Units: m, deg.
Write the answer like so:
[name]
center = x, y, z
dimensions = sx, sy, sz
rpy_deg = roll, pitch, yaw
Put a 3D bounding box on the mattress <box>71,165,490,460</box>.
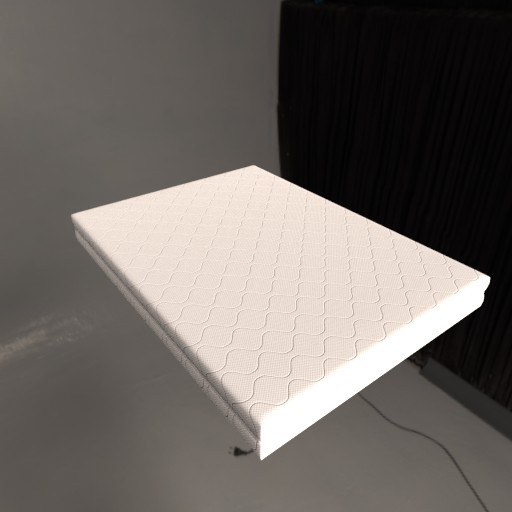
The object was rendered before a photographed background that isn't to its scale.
[mattress]
center = 0.000, 0.000, 2.456
dimensions = 1.400, 0.200, 1.900
rpy_deg = -22, 38, -31
